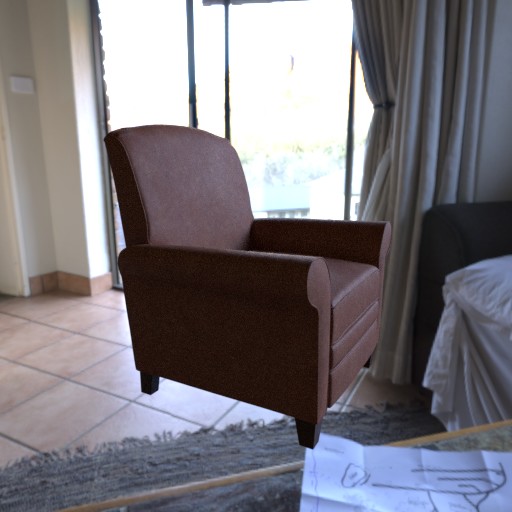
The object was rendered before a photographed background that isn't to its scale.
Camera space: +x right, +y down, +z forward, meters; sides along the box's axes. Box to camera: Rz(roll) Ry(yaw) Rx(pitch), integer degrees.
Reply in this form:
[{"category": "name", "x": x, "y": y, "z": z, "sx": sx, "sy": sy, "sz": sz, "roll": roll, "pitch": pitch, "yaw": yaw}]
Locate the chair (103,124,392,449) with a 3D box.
[{"category": "chair", "x": 0.000, "y": 0.000, "z": 1.816, "sx": 0.902, "sy": 1.061, "sz": 0.978, "roll": 7, "pitch": 14, "yaw": 29}]
